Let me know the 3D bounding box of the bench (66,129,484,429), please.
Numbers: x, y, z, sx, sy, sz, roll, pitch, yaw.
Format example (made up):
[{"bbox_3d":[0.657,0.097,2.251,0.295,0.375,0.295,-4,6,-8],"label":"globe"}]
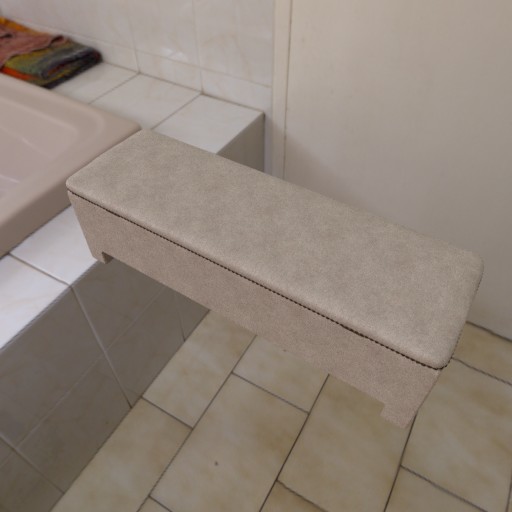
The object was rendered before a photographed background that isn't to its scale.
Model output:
[{"bbox_3d":[0.000,0.000,1.703,1.482,0.447,0.470,25,52,21],"label":"bench"}]
